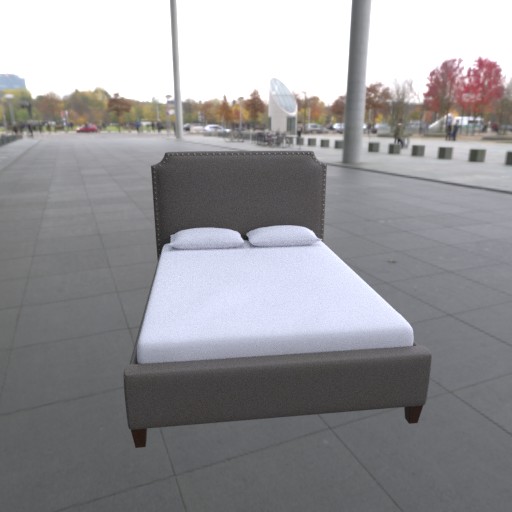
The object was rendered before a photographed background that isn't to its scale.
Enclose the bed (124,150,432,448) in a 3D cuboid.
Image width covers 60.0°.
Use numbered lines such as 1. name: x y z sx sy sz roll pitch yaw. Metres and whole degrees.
1. bed: 0.000 0.000 3.403 1.712 1.443 2.372 -2 17 -7
